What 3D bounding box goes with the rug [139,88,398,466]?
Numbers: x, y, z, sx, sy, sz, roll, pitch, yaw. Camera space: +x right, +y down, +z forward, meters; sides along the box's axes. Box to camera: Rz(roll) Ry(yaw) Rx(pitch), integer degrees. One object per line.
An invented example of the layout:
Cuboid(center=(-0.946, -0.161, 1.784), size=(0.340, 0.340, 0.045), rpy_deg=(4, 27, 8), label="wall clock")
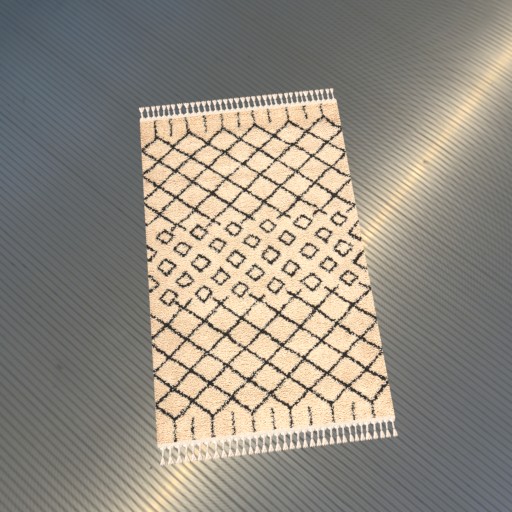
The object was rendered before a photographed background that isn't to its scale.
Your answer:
Cuboid(center=(0.000, 0.000, 2.444), size=(1.196, 0.008, 2.006), rpy_deg=(-6, 75, -2), label="rug")
